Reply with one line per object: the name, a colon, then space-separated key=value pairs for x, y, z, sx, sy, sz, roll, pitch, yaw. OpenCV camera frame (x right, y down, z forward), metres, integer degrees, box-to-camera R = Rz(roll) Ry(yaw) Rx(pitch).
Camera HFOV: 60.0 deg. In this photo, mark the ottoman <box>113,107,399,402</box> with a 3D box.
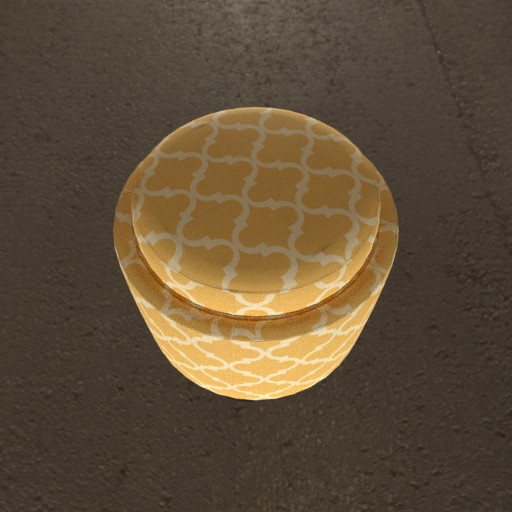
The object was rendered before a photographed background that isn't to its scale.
ottoman: x=0.000 y=0.000 z=0.861 sx=0.480 sy=0.429 sz=0.480 roll=0 pitch=57 yaw=0
